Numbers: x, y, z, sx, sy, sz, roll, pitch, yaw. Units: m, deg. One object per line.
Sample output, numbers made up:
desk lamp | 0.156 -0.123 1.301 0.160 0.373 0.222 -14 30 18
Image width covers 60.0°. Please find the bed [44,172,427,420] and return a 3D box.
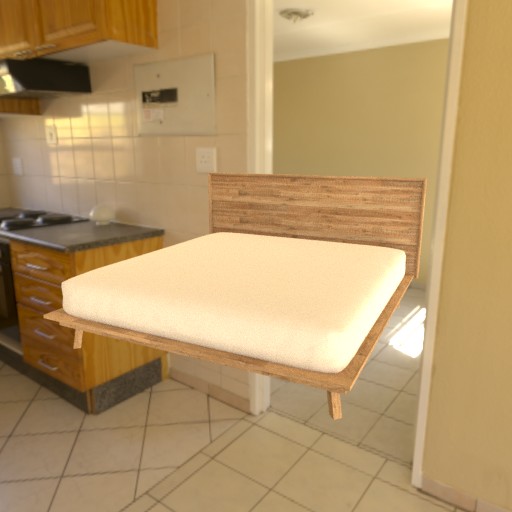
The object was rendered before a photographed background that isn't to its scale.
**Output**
bed | 0.000 0.000 3.354 2.116 1.100 2.167 7 15 26
